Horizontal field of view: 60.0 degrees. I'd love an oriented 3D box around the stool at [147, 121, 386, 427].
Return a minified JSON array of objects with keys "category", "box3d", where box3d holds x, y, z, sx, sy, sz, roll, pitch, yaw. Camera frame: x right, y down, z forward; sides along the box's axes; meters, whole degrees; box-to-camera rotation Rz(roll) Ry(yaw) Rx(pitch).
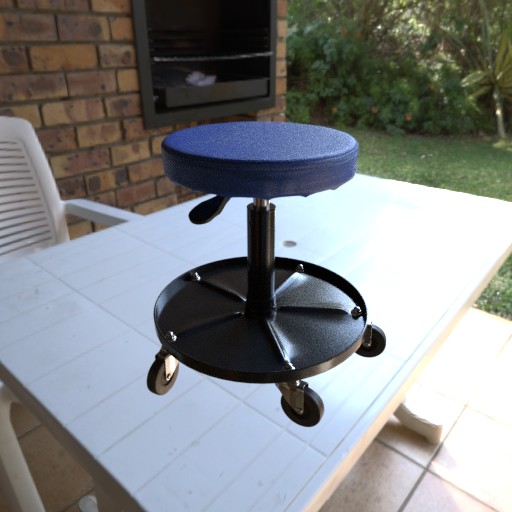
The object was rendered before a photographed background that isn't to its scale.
[{"category":"stool","box3d":[0.000,0.000,0.691,0.381,0.365,0.382,18,31,32]}]
